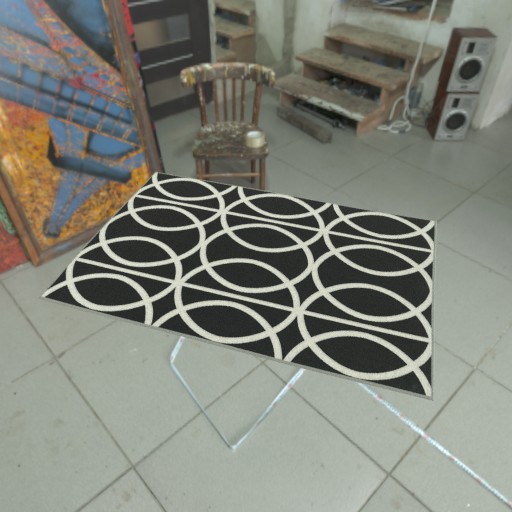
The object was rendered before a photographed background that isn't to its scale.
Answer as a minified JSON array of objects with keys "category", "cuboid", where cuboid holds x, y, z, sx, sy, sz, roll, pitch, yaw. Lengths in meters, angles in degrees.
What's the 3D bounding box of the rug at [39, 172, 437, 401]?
[{"category":"rug","cuboid":[0.000,0.000,2.950,2.290,0.014,1.526,12,43,13]}]
